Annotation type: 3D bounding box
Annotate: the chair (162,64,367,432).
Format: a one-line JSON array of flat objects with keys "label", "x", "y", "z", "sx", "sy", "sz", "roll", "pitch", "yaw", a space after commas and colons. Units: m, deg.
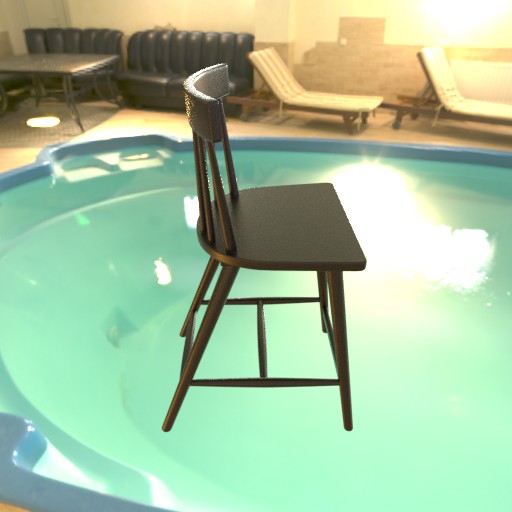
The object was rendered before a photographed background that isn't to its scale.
[{"label": "chair", "x": 0.000, "y": 0.000, "z": 1.264, "sx": 0.572, "sy": 0.952, "sz": 0.483, "roll": -1, "pitch": 31, "yaw": -1}]
